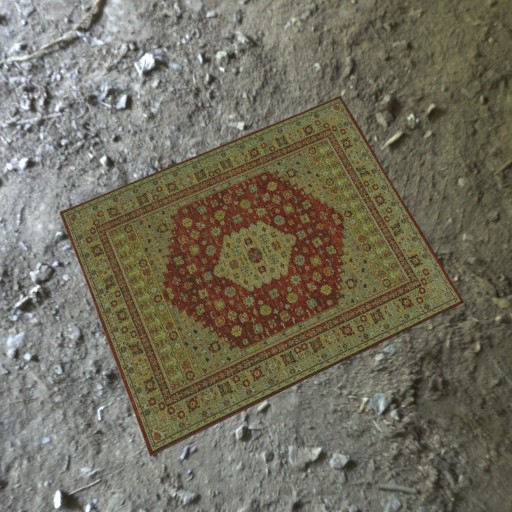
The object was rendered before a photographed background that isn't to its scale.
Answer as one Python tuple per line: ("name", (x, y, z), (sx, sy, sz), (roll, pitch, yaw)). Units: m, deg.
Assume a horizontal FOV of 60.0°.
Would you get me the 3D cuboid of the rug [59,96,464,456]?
("rug", (0.000, 0.000, 4.132), (3.053, 0.013, 2.387), (-24, 76, -6))
